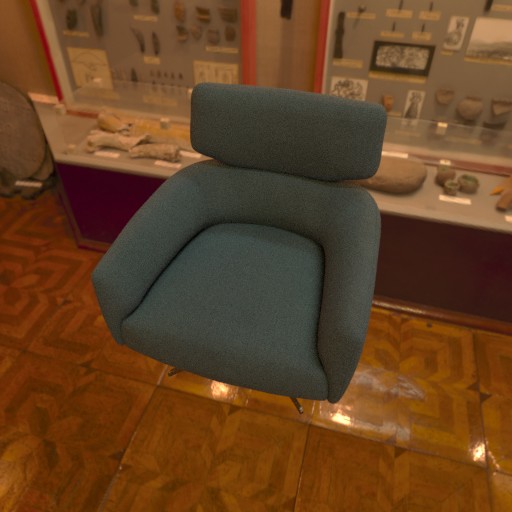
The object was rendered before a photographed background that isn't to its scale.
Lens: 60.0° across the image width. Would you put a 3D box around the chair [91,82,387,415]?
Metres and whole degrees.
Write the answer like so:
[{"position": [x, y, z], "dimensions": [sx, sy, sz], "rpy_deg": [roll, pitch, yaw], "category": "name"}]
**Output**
[{"position": [0.000, 0.000, 1.405], "dimensions": [0.738, 0.813, 0.761], "rpy_deg": [12, 44, 13], "category": "chair"}]
